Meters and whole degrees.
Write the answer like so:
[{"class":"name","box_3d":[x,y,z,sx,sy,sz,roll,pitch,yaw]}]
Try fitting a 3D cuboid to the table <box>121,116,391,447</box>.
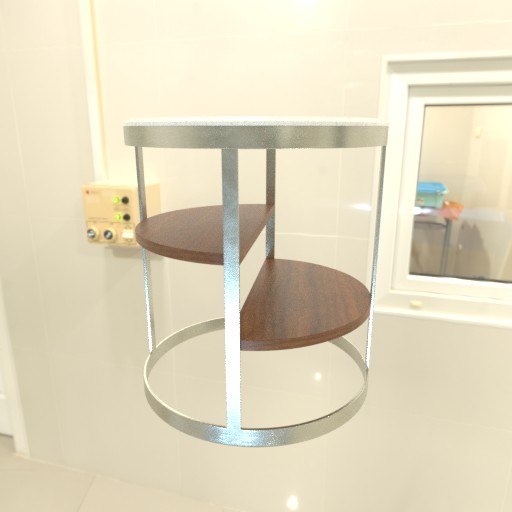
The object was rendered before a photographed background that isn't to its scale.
[{"class":"table","box_3d":[0.000,0.000,0.758,0.407,0.447,0.407,0,16,0]}]
